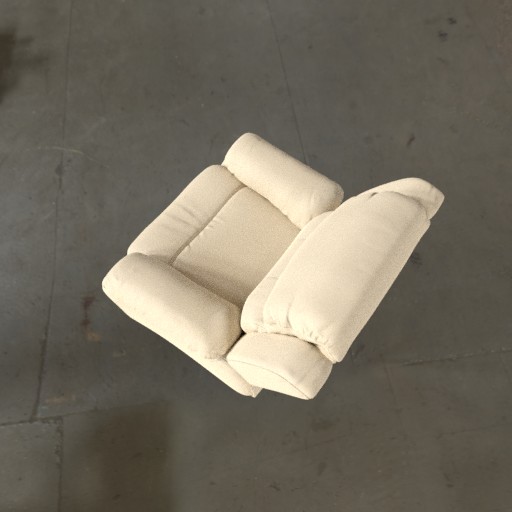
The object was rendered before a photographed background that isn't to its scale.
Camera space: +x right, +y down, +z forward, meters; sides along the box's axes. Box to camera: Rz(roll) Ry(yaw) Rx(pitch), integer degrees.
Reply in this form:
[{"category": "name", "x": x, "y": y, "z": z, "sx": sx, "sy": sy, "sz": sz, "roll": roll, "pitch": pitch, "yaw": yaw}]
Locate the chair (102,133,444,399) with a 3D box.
[{"category": "chair", "x": 0.000, "y": 0.000, "z": 1.280, "sx": 0.709, "sy": 0.702, "sz": 0.680, "roll": 33, "pitch": 68, "yaw": 15}]
